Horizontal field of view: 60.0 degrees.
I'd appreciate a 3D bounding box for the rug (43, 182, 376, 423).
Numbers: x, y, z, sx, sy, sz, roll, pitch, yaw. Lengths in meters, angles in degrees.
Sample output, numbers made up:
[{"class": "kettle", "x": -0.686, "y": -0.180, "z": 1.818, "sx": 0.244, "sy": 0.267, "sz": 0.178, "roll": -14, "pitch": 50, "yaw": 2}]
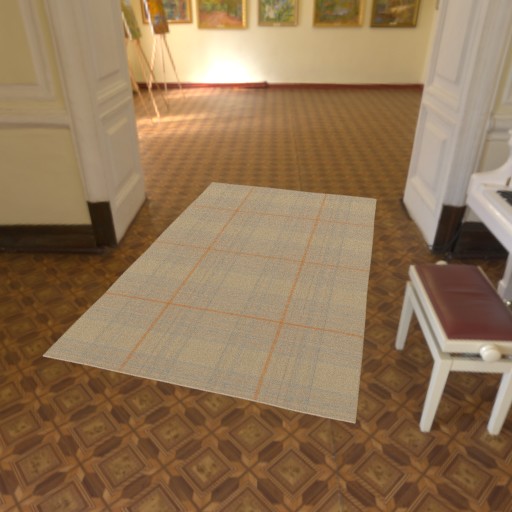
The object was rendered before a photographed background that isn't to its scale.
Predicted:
[{"class": "rug", "x": 0.000, "y": 0.000, "z": 3.037, "sx": 1.527, "sy": 0.016, "sz": 2.442, "roll": 8, "pitch": 31, "yaw": 13}]
